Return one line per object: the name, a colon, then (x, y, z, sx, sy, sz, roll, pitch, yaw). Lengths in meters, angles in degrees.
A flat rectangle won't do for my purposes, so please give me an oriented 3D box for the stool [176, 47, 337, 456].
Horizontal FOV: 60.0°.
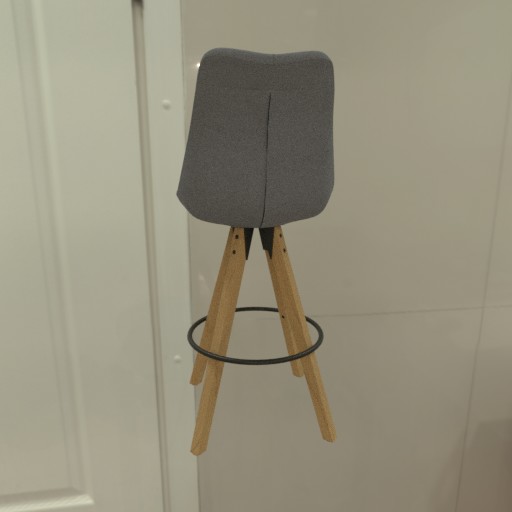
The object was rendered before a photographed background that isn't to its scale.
stool: (0.000, 0.000, 1.407, 0.485, 1.115, 0.550, -2, 14, -8)
